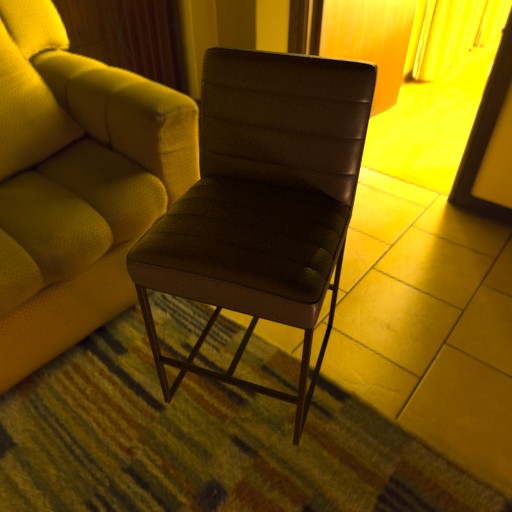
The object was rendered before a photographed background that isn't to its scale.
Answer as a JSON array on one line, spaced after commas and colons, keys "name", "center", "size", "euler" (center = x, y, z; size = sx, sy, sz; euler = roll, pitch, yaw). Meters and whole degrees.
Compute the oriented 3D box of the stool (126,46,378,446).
[{"name": "stool", "center": [0.000, 0.000, 1.229], "size": [0.457, 0.938, 0.552], "euler": [13, 42, 15]}]
